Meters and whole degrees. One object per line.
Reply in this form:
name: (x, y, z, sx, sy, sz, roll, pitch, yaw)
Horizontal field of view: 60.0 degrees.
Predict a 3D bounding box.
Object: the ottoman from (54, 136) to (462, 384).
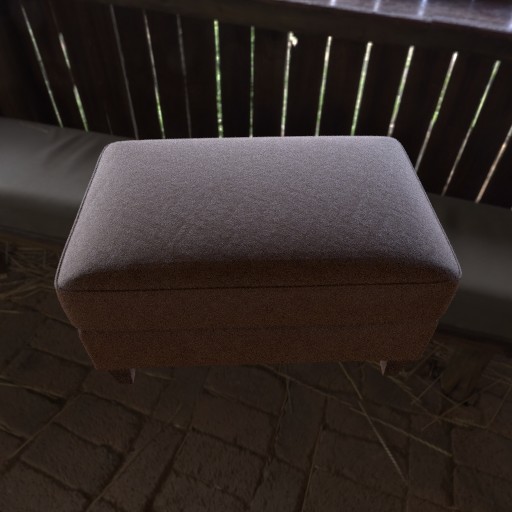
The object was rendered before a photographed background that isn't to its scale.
ottoman: (0.000, 0.000, 1.214, 0.864, 0.483, 0.584, -1, 46, -1)
